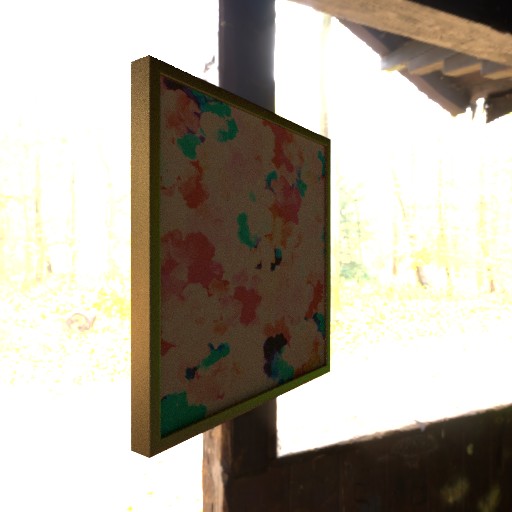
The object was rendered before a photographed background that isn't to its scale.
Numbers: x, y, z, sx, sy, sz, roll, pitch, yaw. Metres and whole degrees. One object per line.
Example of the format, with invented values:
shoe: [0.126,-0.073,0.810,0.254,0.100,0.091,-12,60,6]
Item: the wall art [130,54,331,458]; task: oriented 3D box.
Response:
wall art: [0.000,0.000,0.775,0.037,0.509,0.510,0,0,36]
